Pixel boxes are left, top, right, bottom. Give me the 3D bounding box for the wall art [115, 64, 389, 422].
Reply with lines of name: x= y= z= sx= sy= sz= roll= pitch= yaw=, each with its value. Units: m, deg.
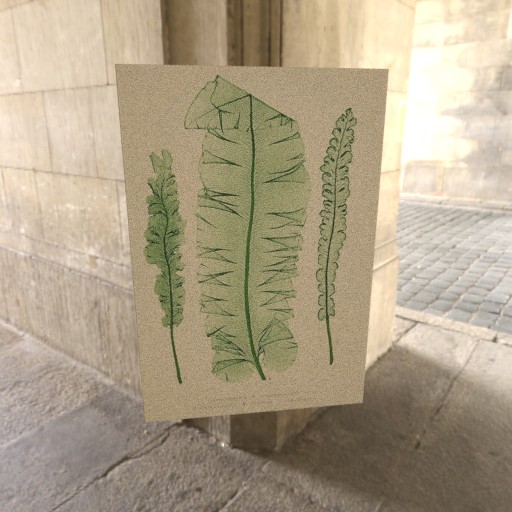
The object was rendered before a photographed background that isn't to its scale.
wall art: x=0.000 y=0.000 z=0.774 sx=0.418 sy=0.608 sz=0.038 roll=-2 pitch=17 yaw=-8
